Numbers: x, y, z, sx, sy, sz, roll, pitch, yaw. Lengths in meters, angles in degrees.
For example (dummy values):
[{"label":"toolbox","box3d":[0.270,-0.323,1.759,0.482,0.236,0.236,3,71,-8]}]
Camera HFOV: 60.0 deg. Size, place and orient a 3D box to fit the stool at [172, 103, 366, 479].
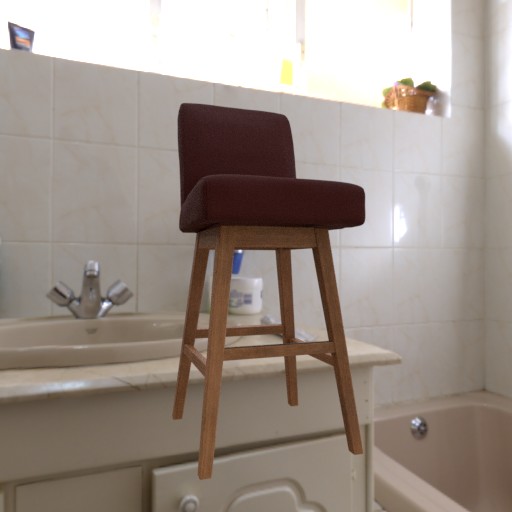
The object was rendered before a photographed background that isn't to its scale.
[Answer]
[{"label":"stool","box3d":[0.000,0.000,1.386,0.468,1.093,0.562,0,-1,-19]}]
